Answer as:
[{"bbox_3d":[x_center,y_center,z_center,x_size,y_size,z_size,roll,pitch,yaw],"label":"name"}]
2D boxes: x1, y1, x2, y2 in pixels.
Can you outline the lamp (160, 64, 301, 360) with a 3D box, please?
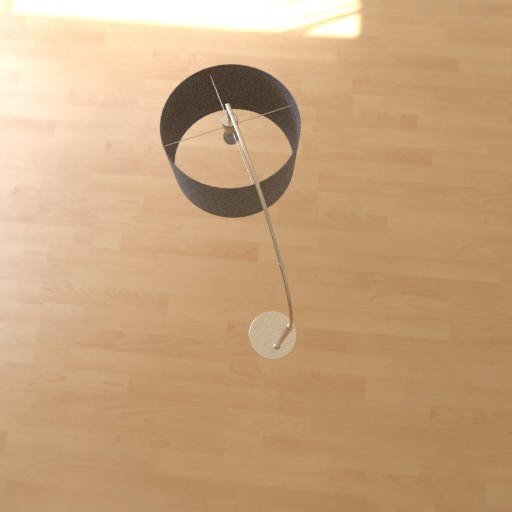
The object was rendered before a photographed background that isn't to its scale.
[{"bbox_3d":[0.000,0.000,2.106,0.452,1.735,0.934,-19,75,-5],"label":"lamp"}]
